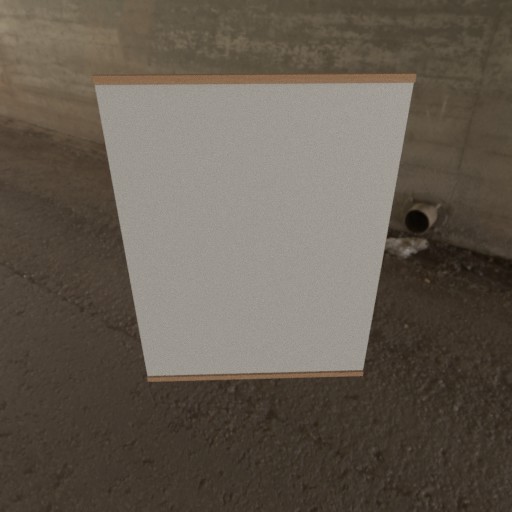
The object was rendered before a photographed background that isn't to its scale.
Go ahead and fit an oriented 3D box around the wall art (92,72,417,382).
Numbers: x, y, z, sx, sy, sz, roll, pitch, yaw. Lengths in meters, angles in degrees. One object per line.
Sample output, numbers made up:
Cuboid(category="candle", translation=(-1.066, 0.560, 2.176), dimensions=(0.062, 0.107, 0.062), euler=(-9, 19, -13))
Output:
Cuboid(category="wall art", translation=(0.000, 0.000, 0.791), dimensions=(0.459, 0.608, 0.012), euler=(-1, 32, -2))
